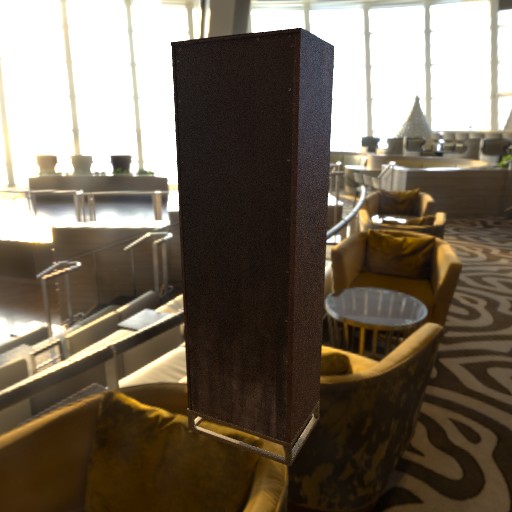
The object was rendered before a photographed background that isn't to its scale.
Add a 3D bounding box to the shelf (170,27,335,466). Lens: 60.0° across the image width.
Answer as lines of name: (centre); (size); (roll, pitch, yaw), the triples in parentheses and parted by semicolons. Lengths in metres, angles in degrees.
shelf: (0.000, 0.000, 1.978); (0.539, 1.732, 0.395); (8, 18, 26)
